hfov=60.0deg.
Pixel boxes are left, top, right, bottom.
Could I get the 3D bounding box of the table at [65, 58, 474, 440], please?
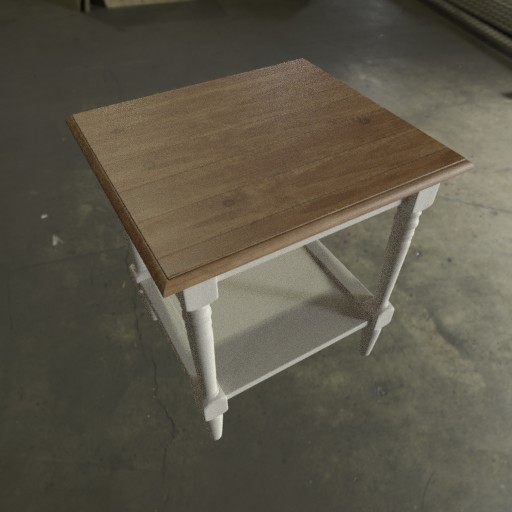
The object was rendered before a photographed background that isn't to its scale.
[{"bbox_3d":[0.000,0.000,0.919,0.508,0.561,0.457,-23,50,-21],"label":"table"}]
